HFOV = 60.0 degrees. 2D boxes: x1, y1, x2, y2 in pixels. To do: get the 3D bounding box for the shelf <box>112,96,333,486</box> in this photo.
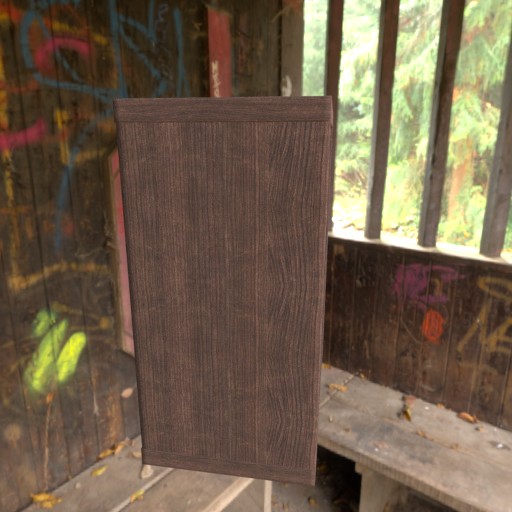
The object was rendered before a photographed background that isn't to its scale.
[{"bbox_3d":[0.000,0.000,1.248,0.390,0.786,0.790,3,16,9],"label":"shelf"}]
